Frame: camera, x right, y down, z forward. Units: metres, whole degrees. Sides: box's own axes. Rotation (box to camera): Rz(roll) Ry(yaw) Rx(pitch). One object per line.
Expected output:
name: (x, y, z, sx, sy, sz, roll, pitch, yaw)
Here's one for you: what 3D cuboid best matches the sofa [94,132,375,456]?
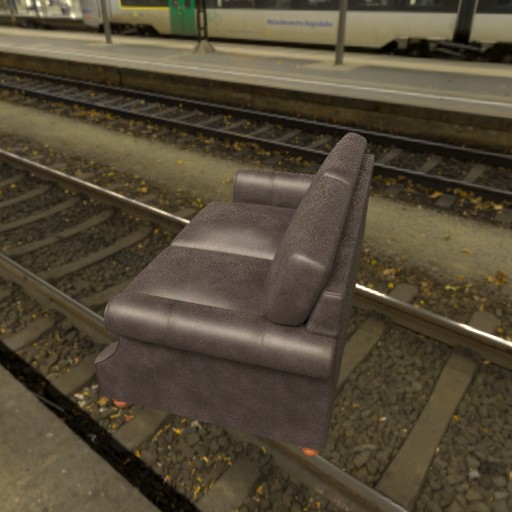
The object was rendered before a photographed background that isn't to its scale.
sofa: (0.000, 0.000, 2.308, 1.030, 0.979, 1.663, 9, 31, 14)
